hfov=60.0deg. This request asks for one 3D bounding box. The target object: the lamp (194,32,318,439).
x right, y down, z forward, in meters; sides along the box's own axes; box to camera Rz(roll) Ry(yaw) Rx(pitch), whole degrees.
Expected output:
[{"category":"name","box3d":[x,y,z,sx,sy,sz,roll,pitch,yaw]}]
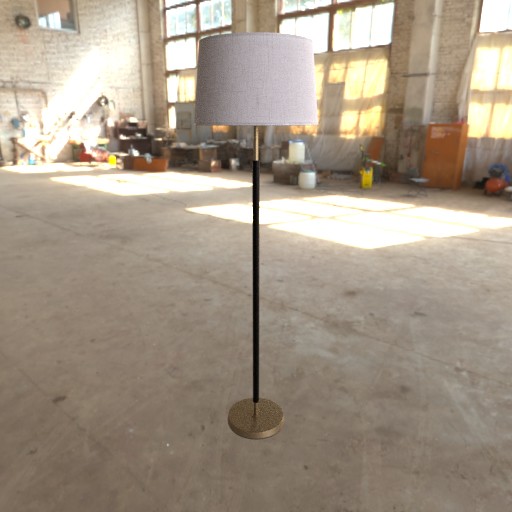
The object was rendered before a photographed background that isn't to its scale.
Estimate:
[{"category":"lamp","box3d":[0.000,0.000,1.651,0.420,1.447,0.420,0,17,0]}]
